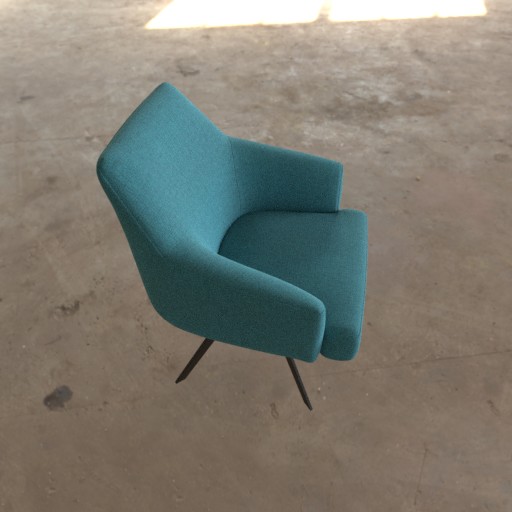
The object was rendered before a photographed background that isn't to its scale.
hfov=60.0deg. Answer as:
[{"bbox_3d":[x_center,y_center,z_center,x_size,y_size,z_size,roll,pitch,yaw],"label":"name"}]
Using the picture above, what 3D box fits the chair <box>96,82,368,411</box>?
[{"bbox_3d":[0.000,0.000,1.368,0.677,0.874,0.642,9,46,8],"label":"chair"}]
